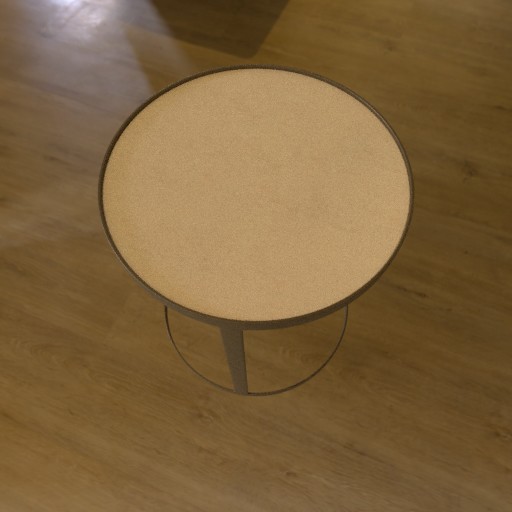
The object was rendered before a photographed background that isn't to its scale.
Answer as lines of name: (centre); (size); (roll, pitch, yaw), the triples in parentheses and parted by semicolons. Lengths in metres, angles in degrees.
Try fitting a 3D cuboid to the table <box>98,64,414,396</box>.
table: (0.000, 0.000, 0.931); (0.480, 0.565, 0.480); (0, 63, 0)
